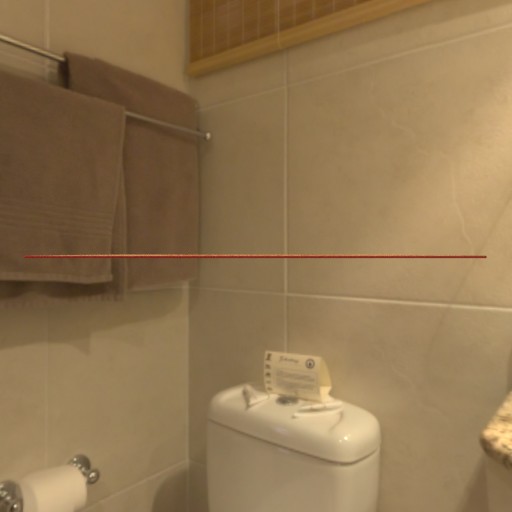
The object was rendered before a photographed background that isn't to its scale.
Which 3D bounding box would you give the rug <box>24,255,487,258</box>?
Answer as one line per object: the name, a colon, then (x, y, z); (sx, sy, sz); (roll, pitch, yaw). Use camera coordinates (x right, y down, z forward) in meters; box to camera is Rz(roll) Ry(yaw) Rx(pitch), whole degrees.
rug: (0.000, 0.000, 2.911); (2.211, 0.013, 1.593); (0, 0, 1)
